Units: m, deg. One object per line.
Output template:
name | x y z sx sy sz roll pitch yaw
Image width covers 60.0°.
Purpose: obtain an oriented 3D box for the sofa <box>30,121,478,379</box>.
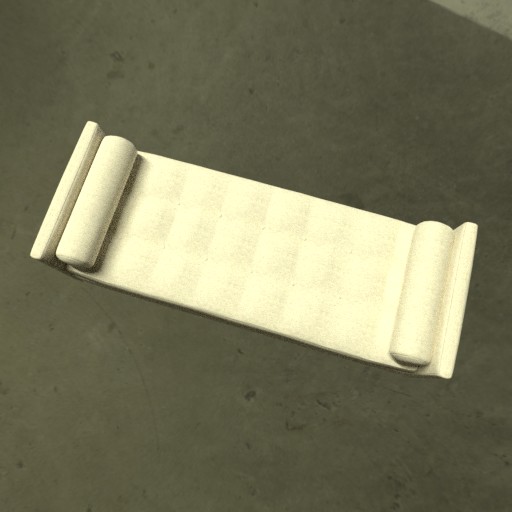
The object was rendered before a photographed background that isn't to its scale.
sofa | 0.000 0.000 2.480 2.102 0.655 0.797 16 76 4
